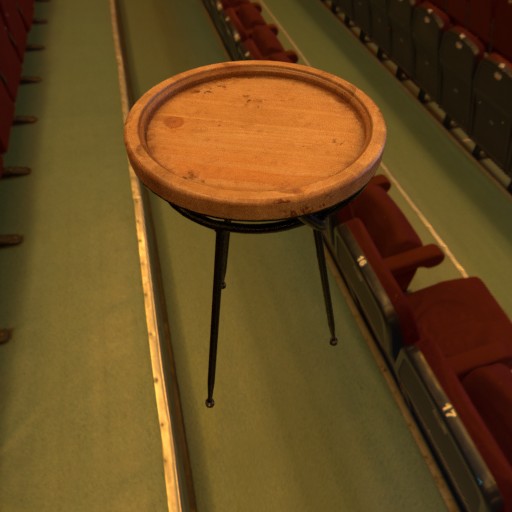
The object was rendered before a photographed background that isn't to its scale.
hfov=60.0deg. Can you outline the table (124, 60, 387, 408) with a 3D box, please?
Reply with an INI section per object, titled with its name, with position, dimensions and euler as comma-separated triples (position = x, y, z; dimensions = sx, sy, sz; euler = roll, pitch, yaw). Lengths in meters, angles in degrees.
[table]
position = 0.000, 0.000, 0.947
dimensions = 0.414, 0.664, 0.418
euler = -11, 49, -10
